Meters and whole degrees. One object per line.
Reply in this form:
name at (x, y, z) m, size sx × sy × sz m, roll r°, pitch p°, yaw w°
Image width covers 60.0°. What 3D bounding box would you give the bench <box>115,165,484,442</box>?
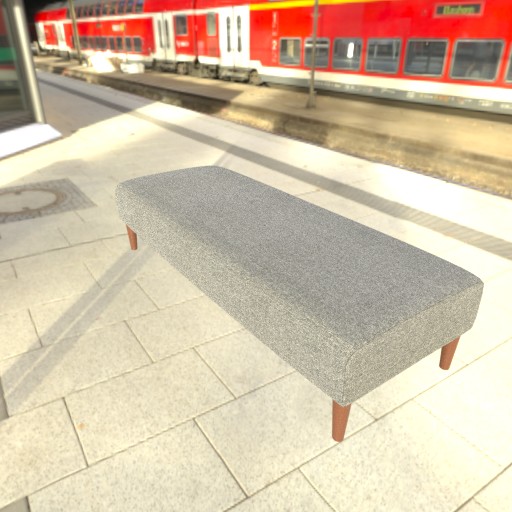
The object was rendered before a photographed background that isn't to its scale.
bench at (0.000, 0.000, 1.841) m, size 0.631 × 0.384 × 1.598 m, roll -18°, pitch 32°, yaw -31°
